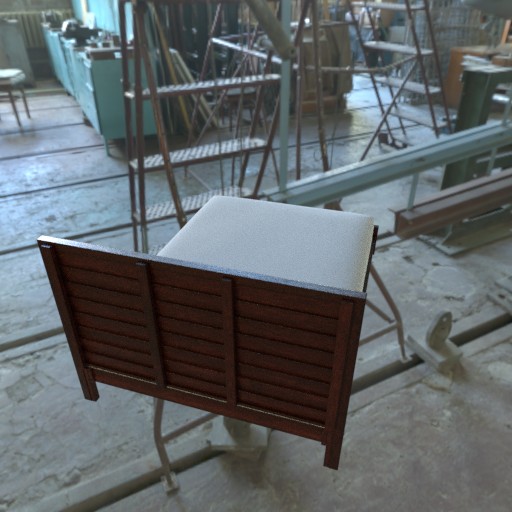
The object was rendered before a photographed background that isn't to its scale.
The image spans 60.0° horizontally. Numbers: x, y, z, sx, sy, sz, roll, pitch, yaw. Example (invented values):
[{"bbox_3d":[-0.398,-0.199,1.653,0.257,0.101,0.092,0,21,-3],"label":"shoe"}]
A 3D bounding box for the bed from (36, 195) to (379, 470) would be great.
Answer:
[{"bbox_3d":[0.000,0.000,4.023,2.040,1.492,2.803,10,33,15],"label":"bed"}]
